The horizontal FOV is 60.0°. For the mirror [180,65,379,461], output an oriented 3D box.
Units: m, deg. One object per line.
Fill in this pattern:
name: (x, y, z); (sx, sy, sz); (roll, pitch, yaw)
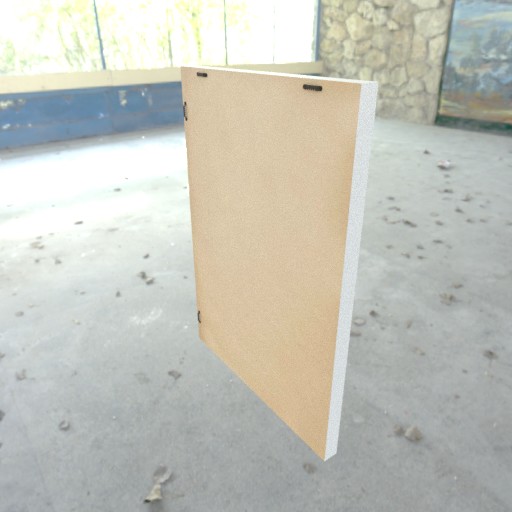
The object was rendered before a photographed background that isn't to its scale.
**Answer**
mirror: (0.000, 0.000, 0.925); (0.039, 0.710, 0.507); (-18, 31, -32)
